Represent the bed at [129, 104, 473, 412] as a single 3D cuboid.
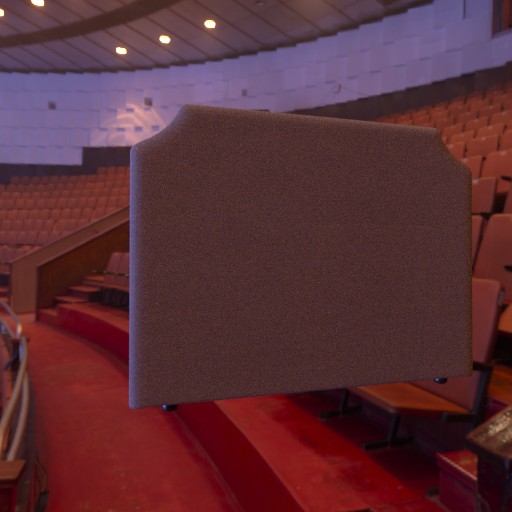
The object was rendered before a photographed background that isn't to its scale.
[{"bbox_3d":[0.000,0.000,3.017,1.693,1.290,2.116,0,0,-17],"label":"bed"}]
